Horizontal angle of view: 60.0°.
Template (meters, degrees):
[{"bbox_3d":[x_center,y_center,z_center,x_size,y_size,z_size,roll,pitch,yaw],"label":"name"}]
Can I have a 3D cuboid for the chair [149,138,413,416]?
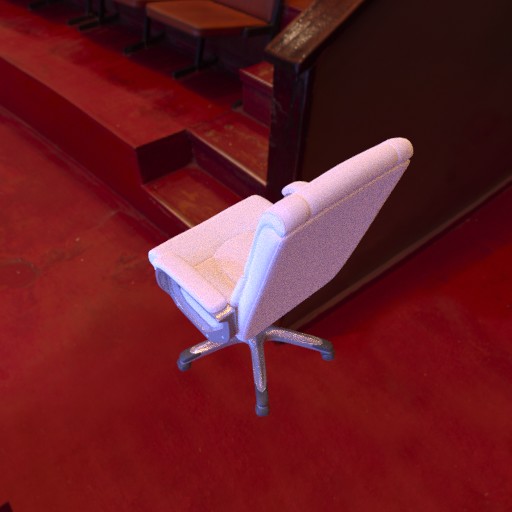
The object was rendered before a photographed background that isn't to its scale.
[{"bbox_3d":[0.000,0.000,1.607,0.687,1.120,0.738,-32,54,-27],"label":"chair"}]
